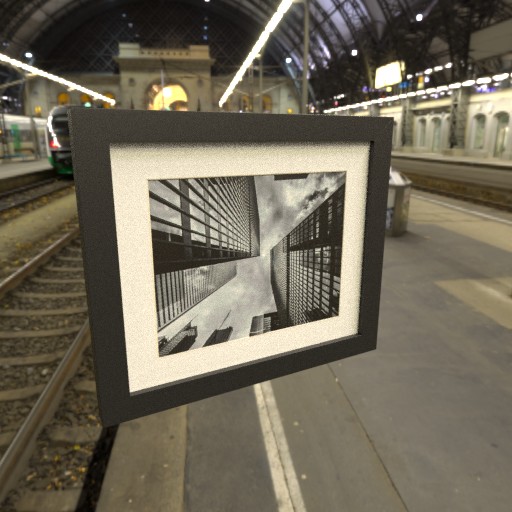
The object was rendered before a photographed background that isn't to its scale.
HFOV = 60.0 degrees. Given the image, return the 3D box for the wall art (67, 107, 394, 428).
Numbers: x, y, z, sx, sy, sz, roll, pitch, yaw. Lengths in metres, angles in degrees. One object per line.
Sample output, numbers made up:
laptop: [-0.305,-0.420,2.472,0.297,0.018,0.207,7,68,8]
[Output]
wall art: [0.000,0.000,0.525,0.381,0.321,0.028,-8,17,-27]
